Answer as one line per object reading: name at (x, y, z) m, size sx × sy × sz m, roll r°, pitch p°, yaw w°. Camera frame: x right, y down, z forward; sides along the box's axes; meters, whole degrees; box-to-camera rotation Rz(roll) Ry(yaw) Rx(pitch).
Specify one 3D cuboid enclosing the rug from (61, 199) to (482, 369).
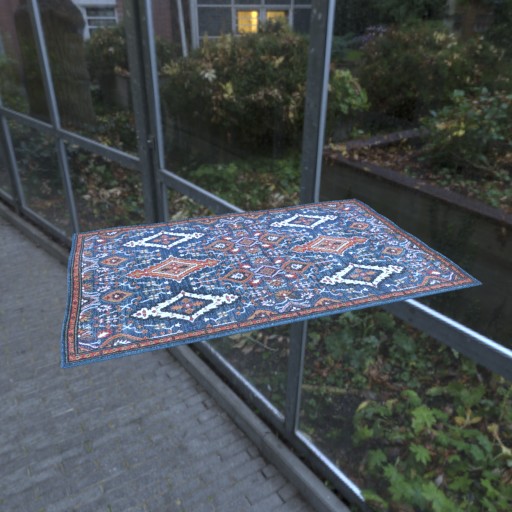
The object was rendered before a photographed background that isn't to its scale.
rug at (0.000, 0.000, 2.306) m, size 1.847 × 0.014 × 1.195 m, roll -9°, pitch 29°, yaw -16°
